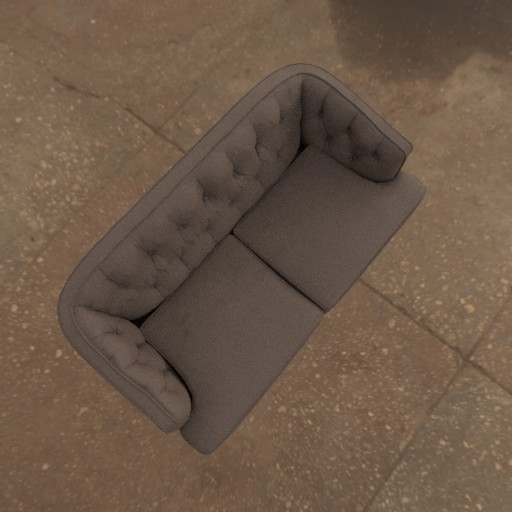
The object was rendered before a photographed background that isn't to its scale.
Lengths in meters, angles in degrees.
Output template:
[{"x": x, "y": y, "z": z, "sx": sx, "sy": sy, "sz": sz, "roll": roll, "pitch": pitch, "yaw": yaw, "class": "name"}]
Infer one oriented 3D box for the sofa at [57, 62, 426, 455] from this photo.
[{"x": 0.000, "y": 0.000, "z": 2.247, "sx": 0.941, "sy": 0.855, "sz": 1.733, "roll": 40, "pitch": 78, "yaw": 10, "class": "sofa"}]
